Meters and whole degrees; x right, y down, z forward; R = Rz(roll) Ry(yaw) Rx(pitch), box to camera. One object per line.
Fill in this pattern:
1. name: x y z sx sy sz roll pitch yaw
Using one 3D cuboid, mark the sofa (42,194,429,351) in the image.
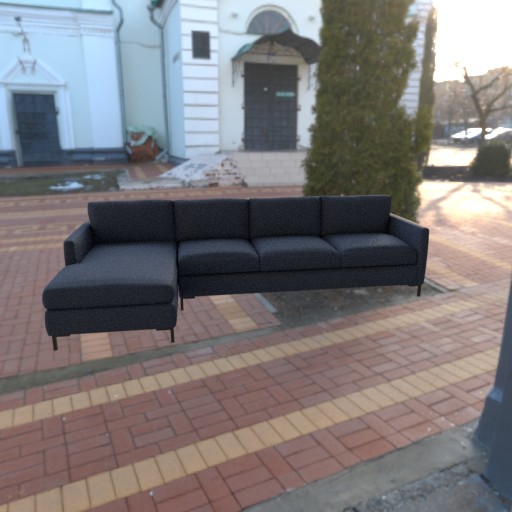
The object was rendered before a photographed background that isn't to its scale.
1. sofa: 0.000 0.000 2.998 2.445 0.673 1.125 -2 16 -9
